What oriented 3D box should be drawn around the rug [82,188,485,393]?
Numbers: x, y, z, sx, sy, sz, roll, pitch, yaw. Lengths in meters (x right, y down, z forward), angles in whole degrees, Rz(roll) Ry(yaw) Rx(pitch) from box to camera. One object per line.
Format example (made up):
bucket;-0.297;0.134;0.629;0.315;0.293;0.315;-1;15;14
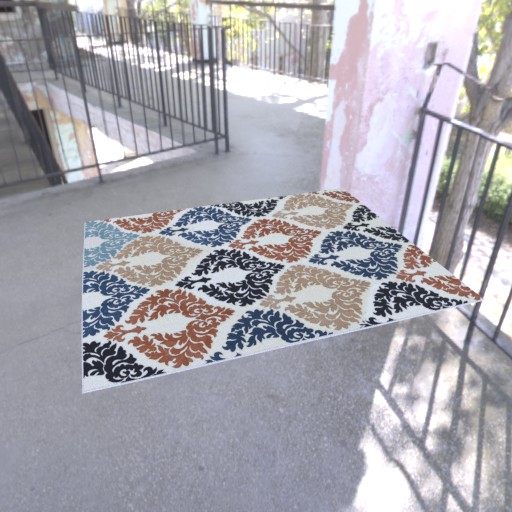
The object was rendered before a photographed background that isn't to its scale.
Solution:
rug;0.000;0.000;4.089;3.040;0.014;2.423;-10;33;-15
